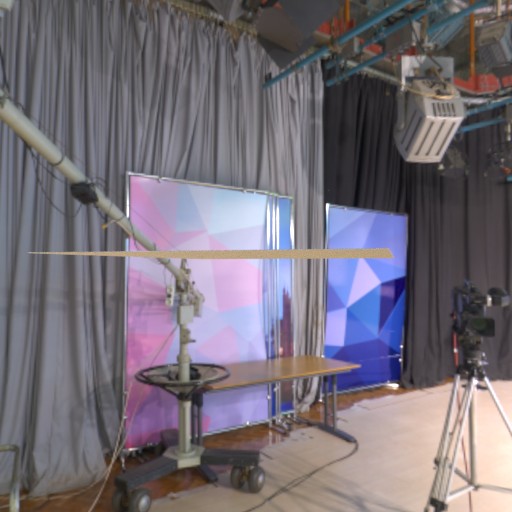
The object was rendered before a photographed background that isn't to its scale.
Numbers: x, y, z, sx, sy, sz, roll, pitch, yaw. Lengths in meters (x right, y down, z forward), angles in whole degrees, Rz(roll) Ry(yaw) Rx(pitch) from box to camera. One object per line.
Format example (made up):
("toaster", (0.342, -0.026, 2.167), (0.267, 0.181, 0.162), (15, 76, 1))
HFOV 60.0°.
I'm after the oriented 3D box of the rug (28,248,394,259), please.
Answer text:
("rug", (0.000, 0.000, 4.059), (2.391, 0.005, 2.880), (0, -1, 18))
